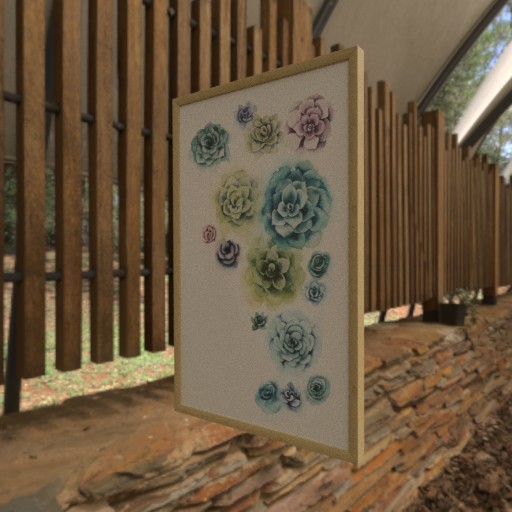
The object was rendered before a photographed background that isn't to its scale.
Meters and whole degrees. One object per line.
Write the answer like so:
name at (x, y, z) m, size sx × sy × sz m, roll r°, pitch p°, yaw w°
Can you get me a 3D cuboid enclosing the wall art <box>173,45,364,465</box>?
wall art at (0.000, 0.000, 1.016) m, size 0.510 × 0.810 × 0.039 m, roll 0°, pitch 0°, yaw 36°
